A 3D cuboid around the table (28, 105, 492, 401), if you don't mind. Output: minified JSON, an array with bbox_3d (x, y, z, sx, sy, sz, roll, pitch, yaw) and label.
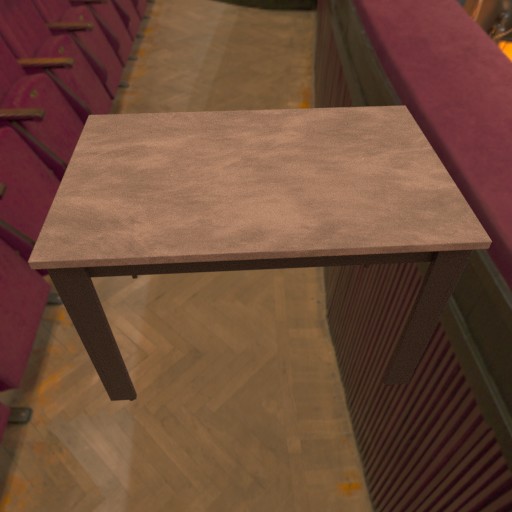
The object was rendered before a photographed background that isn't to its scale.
[{"bbox_3d":[0.000,0.000,1.552,1.100,0.734,0.700,-3,45,-3],"label":"table"}]
